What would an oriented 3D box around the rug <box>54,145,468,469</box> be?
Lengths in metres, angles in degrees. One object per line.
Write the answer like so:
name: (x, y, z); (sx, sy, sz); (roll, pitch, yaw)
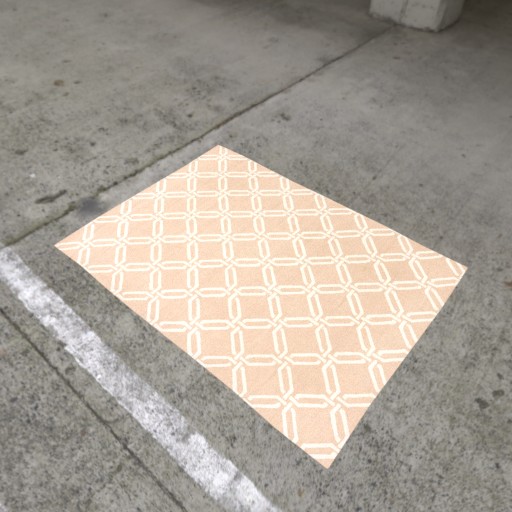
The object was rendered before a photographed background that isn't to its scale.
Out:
rug: (0.000, 0.000, 4.404); (3.365, 0.020, 2.452); (32, 54, 26)
